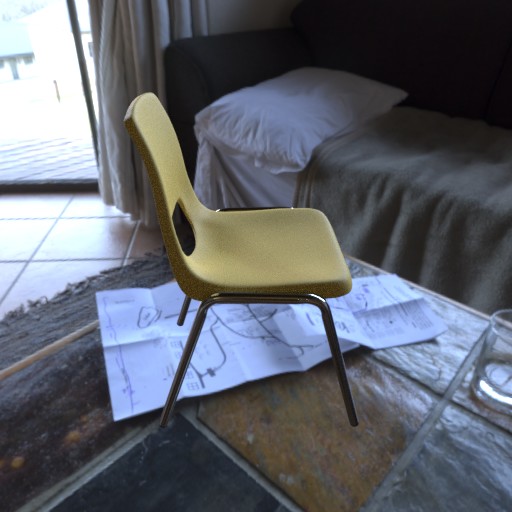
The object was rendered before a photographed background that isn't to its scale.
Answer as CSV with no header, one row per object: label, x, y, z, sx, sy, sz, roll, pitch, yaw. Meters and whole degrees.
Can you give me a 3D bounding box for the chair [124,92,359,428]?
chair,0.000,0.000,0.949,0.436,0.653,0.381,-1,31,-2
